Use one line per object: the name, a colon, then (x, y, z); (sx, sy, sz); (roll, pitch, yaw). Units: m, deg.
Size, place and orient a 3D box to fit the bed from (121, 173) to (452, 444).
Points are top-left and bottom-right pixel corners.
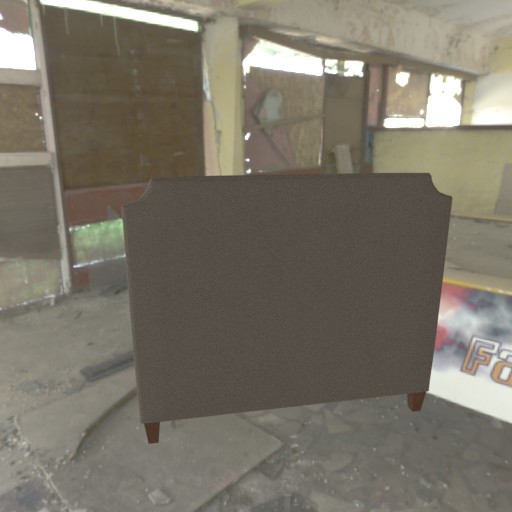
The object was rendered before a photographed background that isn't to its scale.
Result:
bed: (0.000, 0.000, 3.452); (1.713, 1.443, 2.372); (-3, 16, -10)
